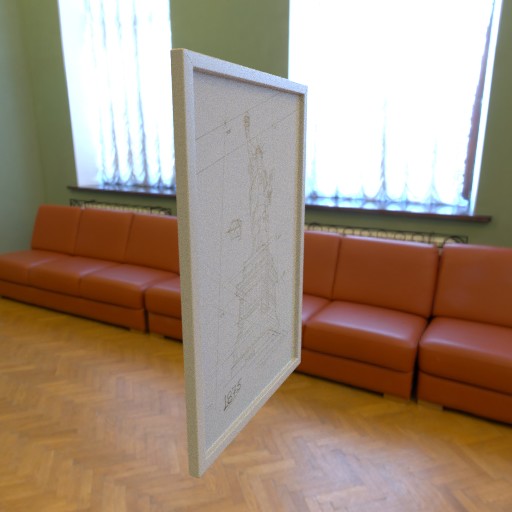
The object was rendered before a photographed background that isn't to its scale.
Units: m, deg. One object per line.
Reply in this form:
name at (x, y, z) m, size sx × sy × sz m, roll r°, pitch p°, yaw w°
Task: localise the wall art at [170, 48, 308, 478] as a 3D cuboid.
wall art at (0.000, 0.000, 1.049) m, size 0.026 × 0.813 × 0.556 m, roll 7°, pitch 16°, yaw 27°
